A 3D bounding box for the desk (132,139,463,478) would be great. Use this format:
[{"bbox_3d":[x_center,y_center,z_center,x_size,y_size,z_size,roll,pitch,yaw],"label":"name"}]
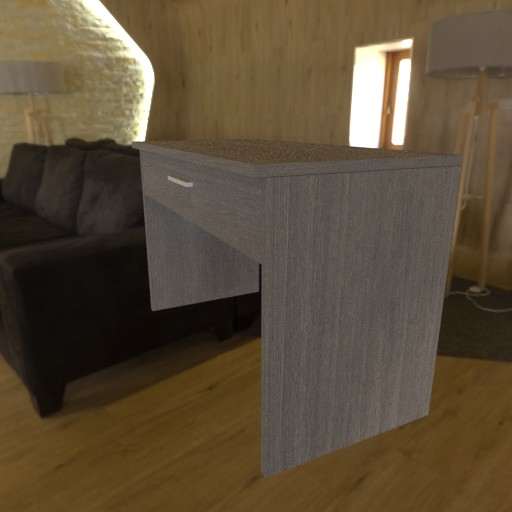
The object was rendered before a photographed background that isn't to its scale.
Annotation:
[{"bbox_3d":[0.000,0.000,1.517,0.557,0.729,1.099,-8,19,-25],"label":"desk"}]
